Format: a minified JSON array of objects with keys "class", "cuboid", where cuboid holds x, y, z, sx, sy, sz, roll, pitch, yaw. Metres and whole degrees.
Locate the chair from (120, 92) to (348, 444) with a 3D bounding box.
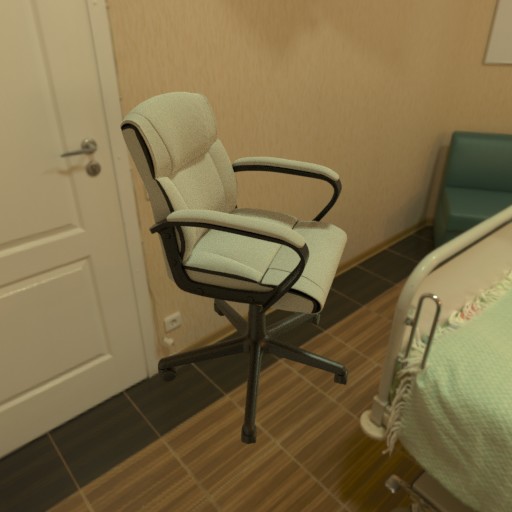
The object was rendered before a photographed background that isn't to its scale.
[{"class":"chair","cuboid":[0.000,0.000,1.515,0.717,1.004,0.739,10,32,17]}]
